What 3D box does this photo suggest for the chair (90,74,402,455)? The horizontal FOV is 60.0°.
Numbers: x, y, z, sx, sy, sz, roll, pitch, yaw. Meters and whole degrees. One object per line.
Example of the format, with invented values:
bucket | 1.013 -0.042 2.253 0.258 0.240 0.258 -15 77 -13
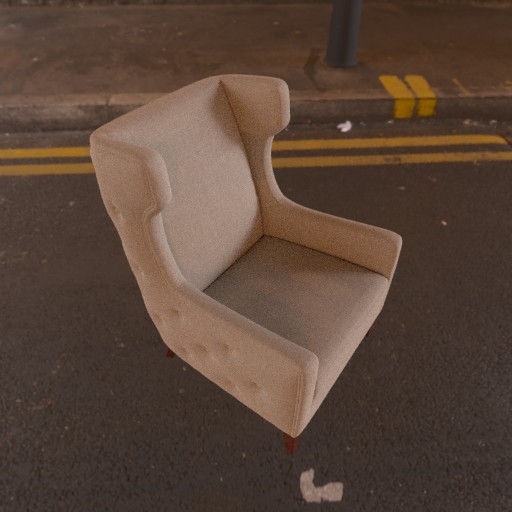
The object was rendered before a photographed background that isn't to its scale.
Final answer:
chair | 0.000 0.000 1.687 0.899 1.079 0.778 25 48 25
